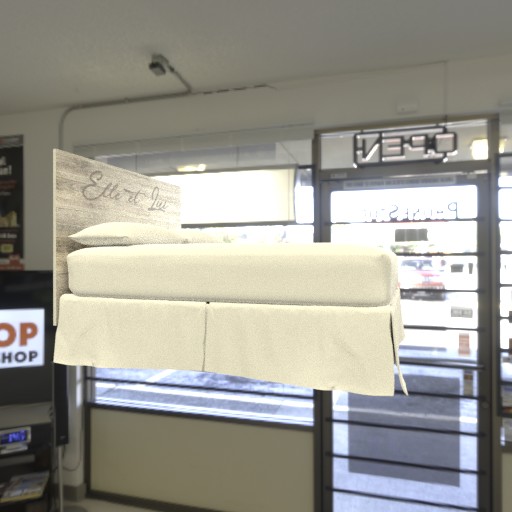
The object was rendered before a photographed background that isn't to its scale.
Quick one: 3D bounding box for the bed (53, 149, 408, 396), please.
[{"bbox_3d":[0.000,0.000,3.215,2.094,1.335,1.745,0,0,19],"label":"bed"}]
